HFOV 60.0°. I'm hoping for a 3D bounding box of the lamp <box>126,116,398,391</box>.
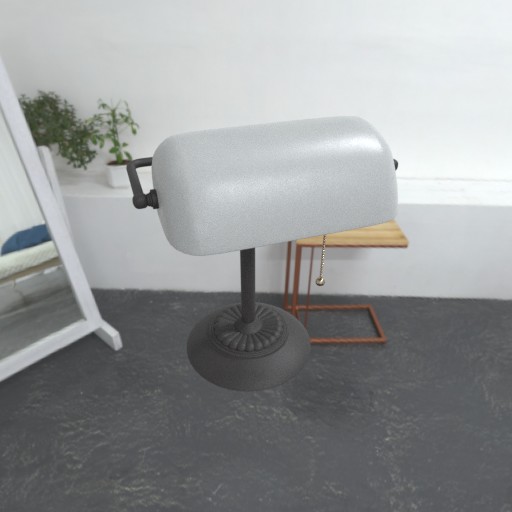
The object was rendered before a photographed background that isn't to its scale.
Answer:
[{"bbox_3d":[0.000,0.000,0.527,0.264,0.339,0.243,-11,35,-16],"label":"lamp"}]
